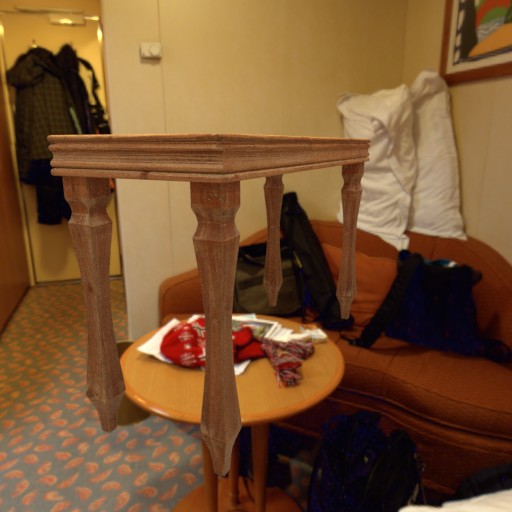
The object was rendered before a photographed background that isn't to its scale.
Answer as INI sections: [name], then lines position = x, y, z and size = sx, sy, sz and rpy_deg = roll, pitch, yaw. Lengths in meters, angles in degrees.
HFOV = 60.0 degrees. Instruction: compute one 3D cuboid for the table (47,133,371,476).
[table]
position = 0.000, 0.000, 1.694
size = 0.522, 0.873, 1.330
rpy_deg = 7, 16, 26
